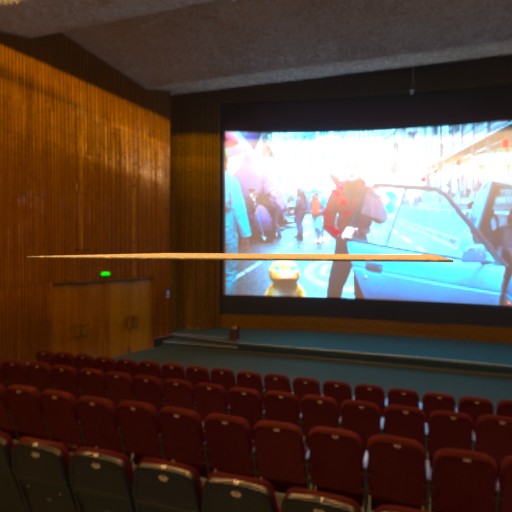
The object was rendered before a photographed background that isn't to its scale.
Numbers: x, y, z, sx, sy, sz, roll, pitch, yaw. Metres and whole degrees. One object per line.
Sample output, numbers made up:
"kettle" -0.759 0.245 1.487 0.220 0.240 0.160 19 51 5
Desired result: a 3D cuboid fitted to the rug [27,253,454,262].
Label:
"rug" 0.000 0.000 2.696 2.080 0.010 1.451 0 1 19
